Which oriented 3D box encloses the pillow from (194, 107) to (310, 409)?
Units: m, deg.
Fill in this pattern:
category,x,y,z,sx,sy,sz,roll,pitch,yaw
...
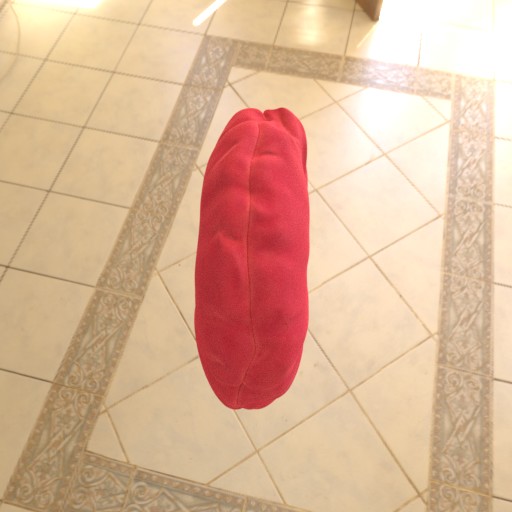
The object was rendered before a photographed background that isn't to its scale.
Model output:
category,x,y,z,sx,sy,sz,roll,pitch,yaw
pillow,0.000,0.000,0.651,0.148,0.407,0.428,4,64,2
